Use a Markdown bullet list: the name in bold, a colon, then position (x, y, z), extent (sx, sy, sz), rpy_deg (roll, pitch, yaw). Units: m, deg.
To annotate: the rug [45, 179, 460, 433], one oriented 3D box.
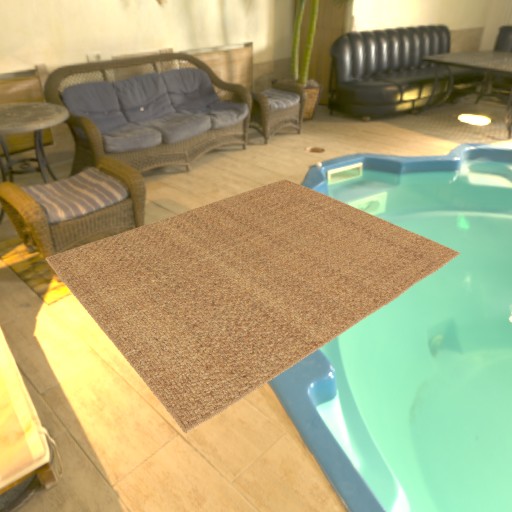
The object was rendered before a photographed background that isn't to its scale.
- **rug**: position (0.000, 0.000, 4.099), extent (3.048, 0.013, 2.439), rpy_deg (-24, 39, -33)
